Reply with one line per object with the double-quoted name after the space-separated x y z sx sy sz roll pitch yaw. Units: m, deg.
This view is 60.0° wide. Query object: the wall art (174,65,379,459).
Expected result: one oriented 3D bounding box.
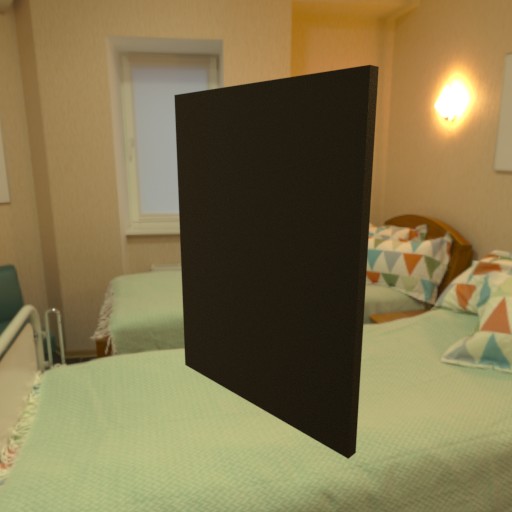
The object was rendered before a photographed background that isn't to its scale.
0.000 0.000 1.453 0.038 1.062 0.806 -13 18 -43 "wall art"
